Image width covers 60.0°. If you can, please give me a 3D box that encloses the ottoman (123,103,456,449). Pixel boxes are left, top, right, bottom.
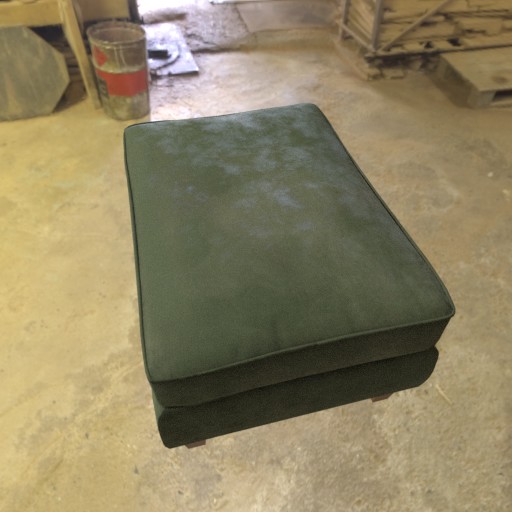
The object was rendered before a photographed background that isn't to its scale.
[{"bbox_3d":[0.000,0.000,1.219,0.632,0.495,0.864,-10,48,-10],"label":"ottoman"}]
